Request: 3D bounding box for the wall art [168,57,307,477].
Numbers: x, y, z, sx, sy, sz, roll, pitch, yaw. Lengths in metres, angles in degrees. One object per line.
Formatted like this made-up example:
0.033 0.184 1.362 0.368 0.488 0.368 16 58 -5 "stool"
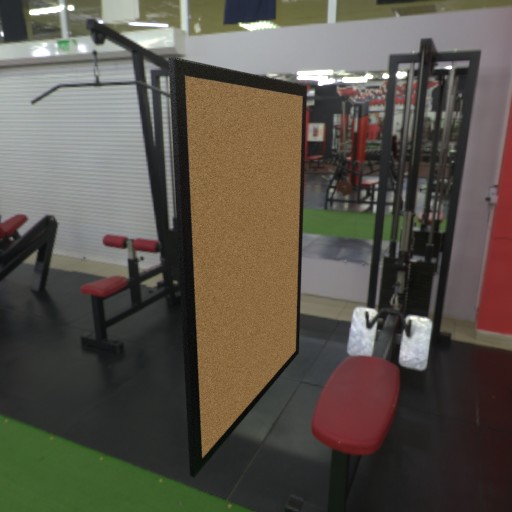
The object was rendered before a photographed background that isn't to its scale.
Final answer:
0.000 0.000 1.275 0.013 0.967 0.707 8 18 26 "wall art"
